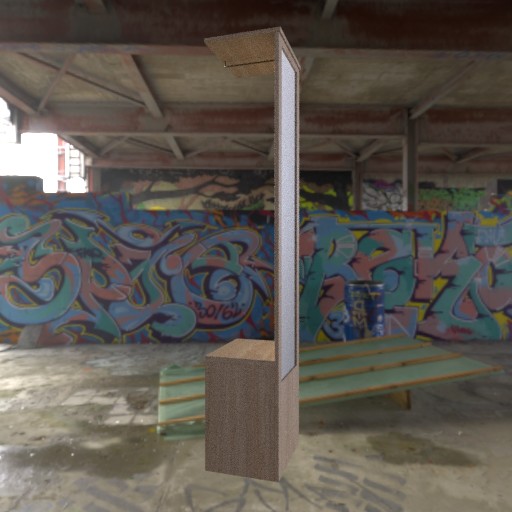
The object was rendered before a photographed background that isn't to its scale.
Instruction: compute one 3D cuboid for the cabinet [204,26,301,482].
[{"bbox_3d":[0.000,0.000,2.064,0.338,1.879,0.411,0,1,17],"label":"cabinet"}]
